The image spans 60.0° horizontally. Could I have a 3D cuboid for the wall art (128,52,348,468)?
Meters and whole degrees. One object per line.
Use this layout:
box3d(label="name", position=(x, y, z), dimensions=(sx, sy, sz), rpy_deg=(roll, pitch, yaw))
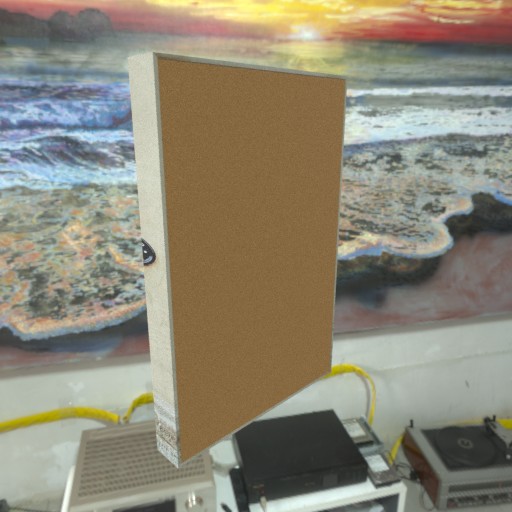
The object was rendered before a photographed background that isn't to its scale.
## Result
box3d(label="wall art", position=(0.000, 0.000, 0.485), dimensions=(0.254, 0.381, 0.038), rpy_deg=(-16, 23, -42))
